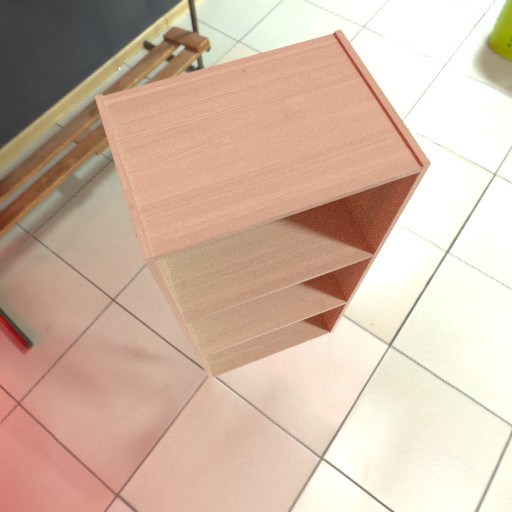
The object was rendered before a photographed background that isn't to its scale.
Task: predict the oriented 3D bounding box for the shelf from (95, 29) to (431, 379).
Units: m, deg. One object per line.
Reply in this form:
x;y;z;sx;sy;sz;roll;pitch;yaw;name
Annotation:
0.000;0.000;1.044;0.417;0.876;0.292;-19;66;-9;shelf
